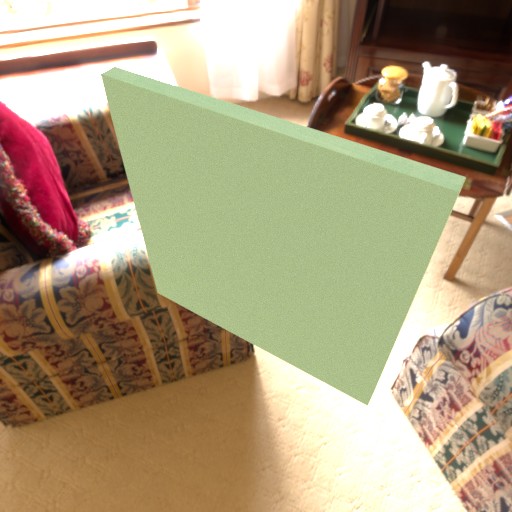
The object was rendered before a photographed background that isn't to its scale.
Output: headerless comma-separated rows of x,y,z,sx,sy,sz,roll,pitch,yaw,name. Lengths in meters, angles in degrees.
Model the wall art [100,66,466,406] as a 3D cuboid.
0.000,0.000,0.878,0.603,0.603,0.036,24,52,21,wall art
